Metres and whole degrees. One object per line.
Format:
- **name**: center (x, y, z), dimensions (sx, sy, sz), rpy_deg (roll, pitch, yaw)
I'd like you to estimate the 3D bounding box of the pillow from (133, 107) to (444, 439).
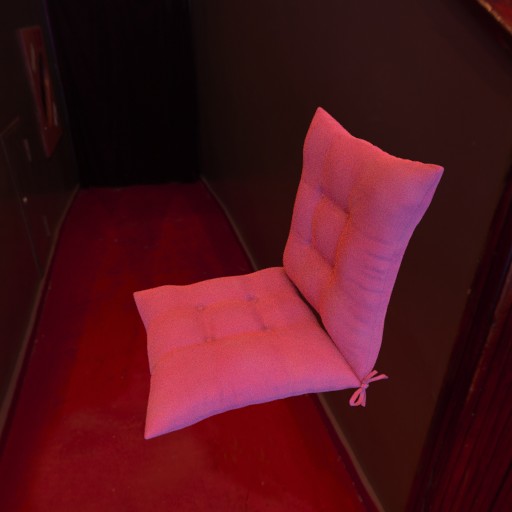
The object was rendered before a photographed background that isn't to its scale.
- **pillow**: center (0.000, 0.000, 1.009), dimensions (0.585, 0.536, 0.541), rpy_deg (-8, 31, -14)
